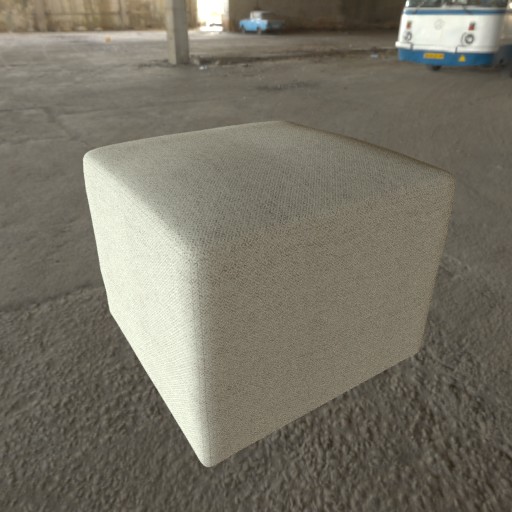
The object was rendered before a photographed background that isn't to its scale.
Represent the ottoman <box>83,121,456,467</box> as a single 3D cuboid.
[{"bbox_3d":[0.000,0.000,0.907,0.521,0.453,0.512,-18,34,-28],"label":"ottoman"}]
